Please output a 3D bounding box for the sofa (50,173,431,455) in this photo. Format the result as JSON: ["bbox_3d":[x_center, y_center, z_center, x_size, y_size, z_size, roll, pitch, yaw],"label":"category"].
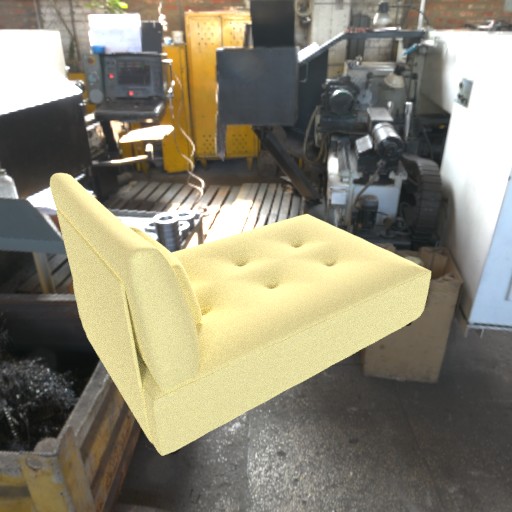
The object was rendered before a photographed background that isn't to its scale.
[{"bbox_3d":[0.000,0.000,2.016,1.450,0.820,0.930,-18,33,-31],"label":"sofa"}]
